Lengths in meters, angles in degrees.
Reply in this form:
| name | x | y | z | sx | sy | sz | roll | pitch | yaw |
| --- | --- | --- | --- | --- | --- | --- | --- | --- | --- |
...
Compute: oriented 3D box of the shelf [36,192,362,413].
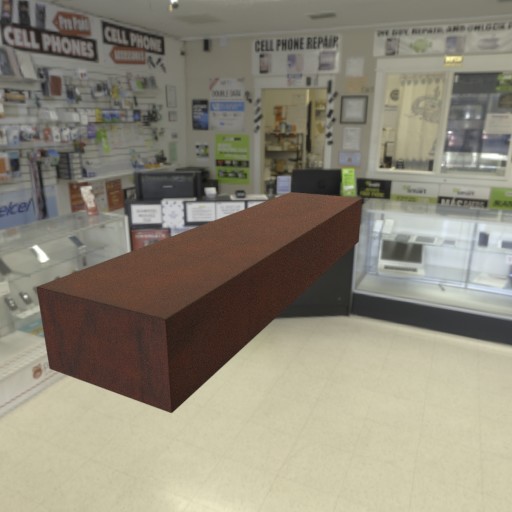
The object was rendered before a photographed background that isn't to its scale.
| name | x | y | z | sx | sy | sz | roll | pitch | yaw |
| --- | --- | --- | --- | --- | --- | --- | --- | --- | --- |
| shelf | 0.000 | 0.000 | 0.654 | 0.152 | 0.088 | 0.607 | 9 | 20 | 26 |
